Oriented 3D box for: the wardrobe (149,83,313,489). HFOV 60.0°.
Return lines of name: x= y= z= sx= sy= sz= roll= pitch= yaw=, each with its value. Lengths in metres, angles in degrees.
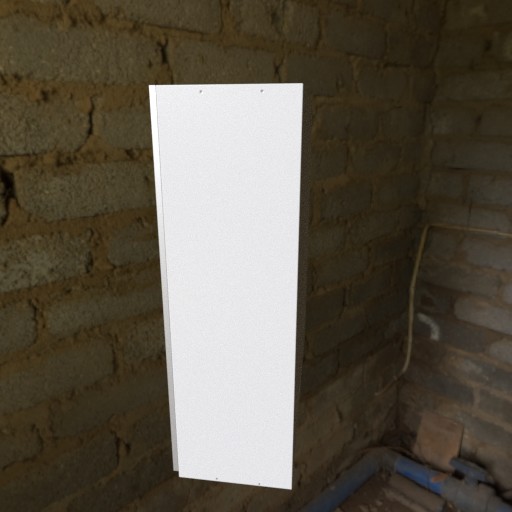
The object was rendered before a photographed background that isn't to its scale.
wardrobe: x=0.000 y=0.000 z=2.891 sx=0.629 sy=1.960 sz=1.780 roll=2 pitch=17 yaw=8
